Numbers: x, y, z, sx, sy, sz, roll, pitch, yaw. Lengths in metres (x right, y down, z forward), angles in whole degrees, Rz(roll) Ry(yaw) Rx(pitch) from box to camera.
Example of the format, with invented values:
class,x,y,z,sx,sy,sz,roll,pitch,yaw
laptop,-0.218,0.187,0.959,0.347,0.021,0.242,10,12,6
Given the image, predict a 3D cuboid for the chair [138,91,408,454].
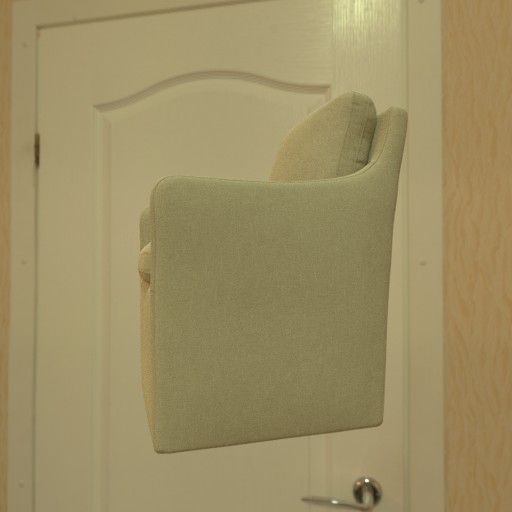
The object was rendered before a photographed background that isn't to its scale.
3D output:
class,x,y,z,sx,sy,sz,roll,pitch,yaw
chair,0.000,0.000,1.369,0.694,0.914,0.626,0,-1,-17
